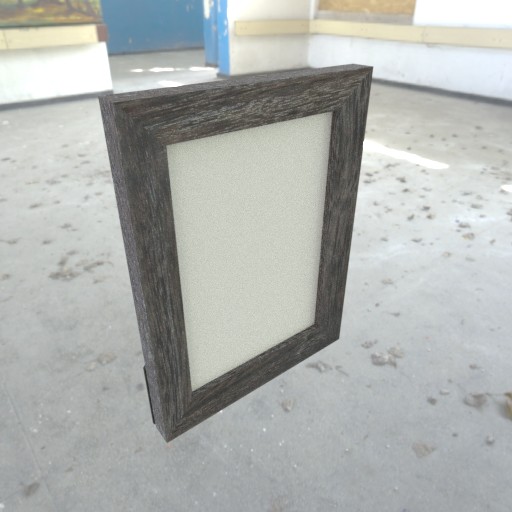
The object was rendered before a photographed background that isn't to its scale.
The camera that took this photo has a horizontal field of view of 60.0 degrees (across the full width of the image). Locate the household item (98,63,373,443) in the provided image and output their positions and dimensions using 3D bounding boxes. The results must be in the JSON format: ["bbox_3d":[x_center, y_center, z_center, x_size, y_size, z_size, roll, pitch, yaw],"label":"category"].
[{"bbox_3d":[0.000,0.000,0.279,0.160,0.210,0.020,-22,37,-32],"label":"household item"}]
